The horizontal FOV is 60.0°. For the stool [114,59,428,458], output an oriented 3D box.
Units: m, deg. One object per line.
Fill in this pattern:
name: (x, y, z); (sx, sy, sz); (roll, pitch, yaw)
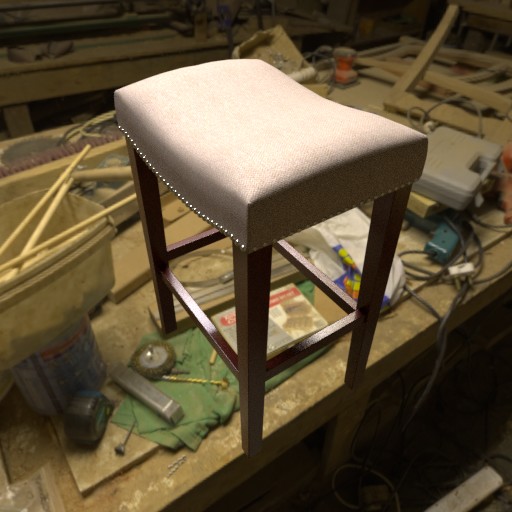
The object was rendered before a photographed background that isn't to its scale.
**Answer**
stool: (0.000, 0.000, 1.026); (0.372, 0.742, 0.504); (-24, 46, -25)
